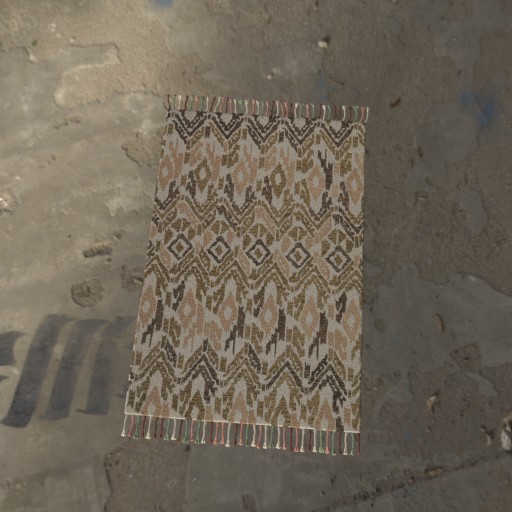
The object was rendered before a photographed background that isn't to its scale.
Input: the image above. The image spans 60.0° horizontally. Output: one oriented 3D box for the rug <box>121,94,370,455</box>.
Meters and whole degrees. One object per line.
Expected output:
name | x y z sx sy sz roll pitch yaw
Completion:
rug | 0.000 0.000 3.026 1.524 0.008 2.438 4 75 1
